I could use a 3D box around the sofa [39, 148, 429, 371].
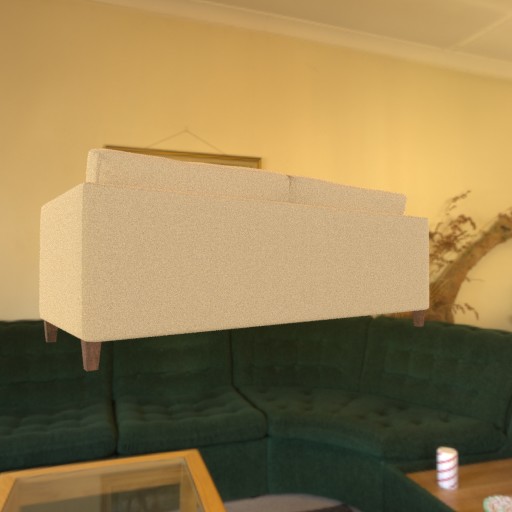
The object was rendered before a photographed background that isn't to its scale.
[{"bbox_3d":[0.000,0.000,2.803,2.361,0.968,0.951,1,-1,-35],"label":"sofa"}]
